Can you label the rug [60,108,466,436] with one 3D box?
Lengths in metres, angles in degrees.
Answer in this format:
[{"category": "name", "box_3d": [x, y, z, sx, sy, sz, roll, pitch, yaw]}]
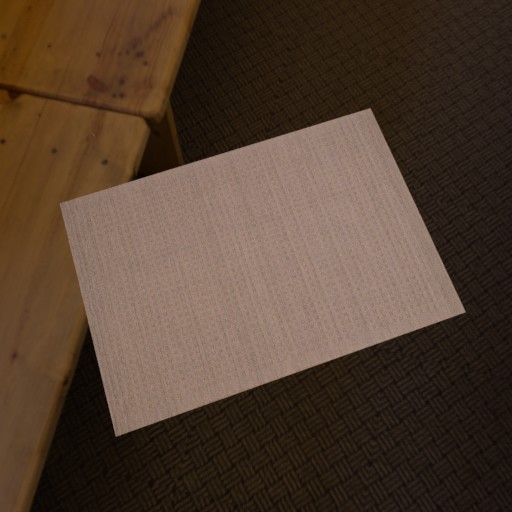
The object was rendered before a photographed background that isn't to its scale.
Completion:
[{"category": "rug", "box_3d": [0.000, 0.000, 3.697, 2.895, 0.006, 1.981, -18, 75, -5]}]
